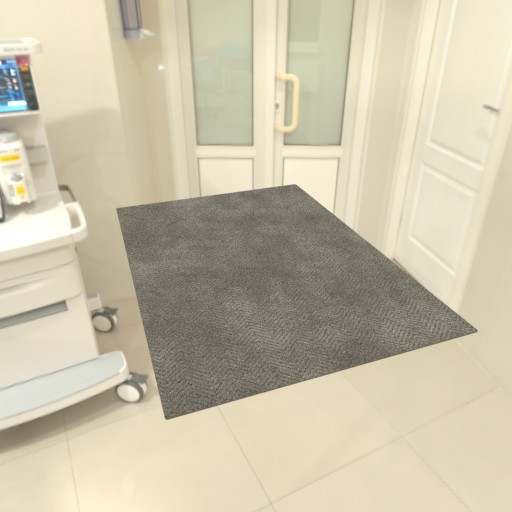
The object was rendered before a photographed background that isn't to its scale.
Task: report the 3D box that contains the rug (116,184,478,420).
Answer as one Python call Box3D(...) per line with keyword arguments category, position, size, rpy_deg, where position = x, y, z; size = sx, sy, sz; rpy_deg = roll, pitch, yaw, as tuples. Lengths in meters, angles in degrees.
Box3D(category="rug", position=(0.000, 0.000, 2.933), size=(1.600, 0.008, 2.235), rpy_deg=(-10, 31, -17))
